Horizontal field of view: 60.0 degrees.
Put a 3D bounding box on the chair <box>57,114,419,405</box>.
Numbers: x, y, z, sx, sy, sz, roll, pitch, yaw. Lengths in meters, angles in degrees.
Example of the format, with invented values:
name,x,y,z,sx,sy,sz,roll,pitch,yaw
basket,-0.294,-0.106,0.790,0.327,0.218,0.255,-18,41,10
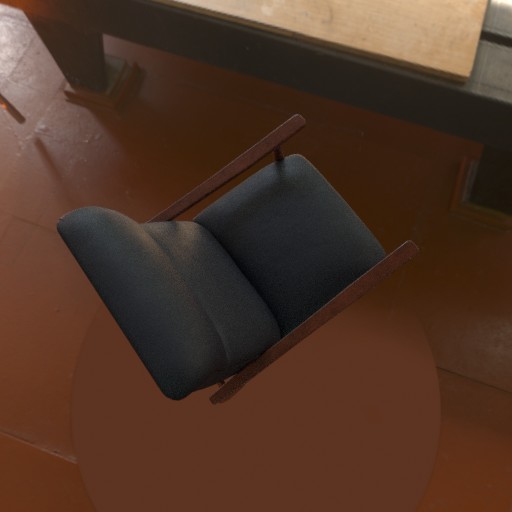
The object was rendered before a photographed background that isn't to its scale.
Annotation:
name,x,y,z,sx,sy,sz,roll,pitch,yaw
chair,0.000,0.000,1.783,1.014,1.082,0.762,-35,76,-10
